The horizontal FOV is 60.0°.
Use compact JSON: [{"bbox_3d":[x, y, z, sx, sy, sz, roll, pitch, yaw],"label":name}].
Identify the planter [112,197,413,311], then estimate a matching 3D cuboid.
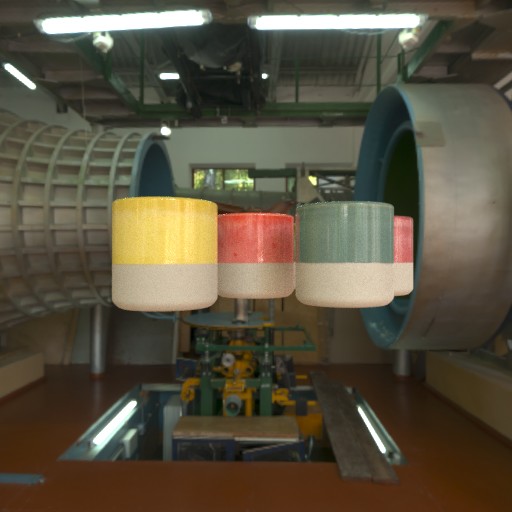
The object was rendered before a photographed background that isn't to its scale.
[{"bbox_3d":[0.000,0.000,0.407,0.257,0.075,0.286,0,-1,36],"label":"planter"}]
